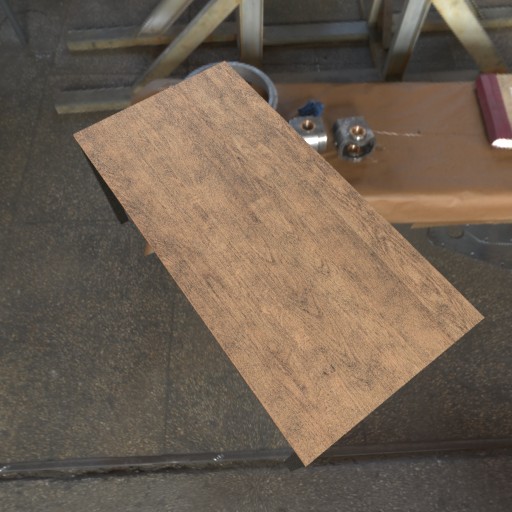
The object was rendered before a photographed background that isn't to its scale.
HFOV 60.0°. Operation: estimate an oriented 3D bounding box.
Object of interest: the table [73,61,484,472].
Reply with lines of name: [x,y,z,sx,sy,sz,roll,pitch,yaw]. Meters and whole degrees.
table: [0.000,0.000,2.283,0.893,0.767,1.805,-33,67,-16]
